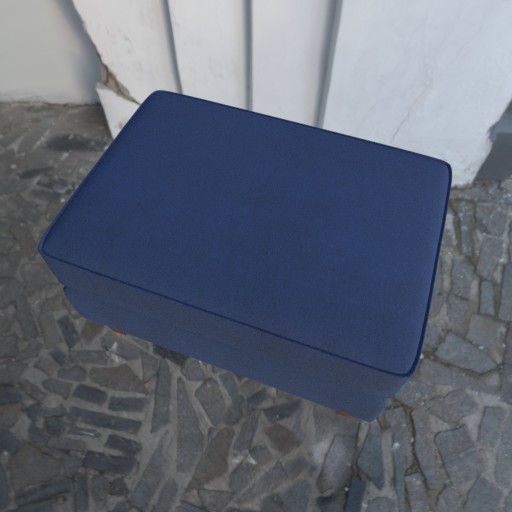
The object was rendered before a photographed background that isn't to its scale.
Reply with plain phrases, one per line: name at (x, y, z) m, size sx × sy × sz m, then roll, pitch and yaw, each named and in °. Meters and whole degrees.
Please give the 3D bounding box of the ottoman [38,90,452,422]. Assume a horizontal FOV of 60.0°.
ottoman at (0.000, 0.000, 1.390) m, size 0.965 × 0.584 × 0.686 m, roll 17°, pitch 60°, yaw 10°
